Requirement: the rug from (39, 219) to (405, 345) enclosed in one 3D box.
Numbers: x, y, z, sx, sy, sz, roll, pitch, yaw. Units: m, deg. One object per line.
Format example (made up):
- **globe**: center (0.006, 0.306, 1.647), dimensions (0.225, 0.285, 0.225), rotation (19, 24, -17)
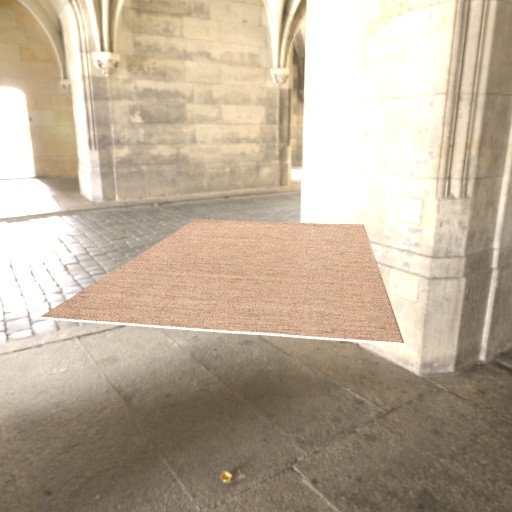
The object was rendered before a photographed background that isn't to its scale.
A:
- **rug**: center (0.000, 0.000, 2.321), dimensions (1.225, 0.013, 1.840), rotation (3, 16, 9)
